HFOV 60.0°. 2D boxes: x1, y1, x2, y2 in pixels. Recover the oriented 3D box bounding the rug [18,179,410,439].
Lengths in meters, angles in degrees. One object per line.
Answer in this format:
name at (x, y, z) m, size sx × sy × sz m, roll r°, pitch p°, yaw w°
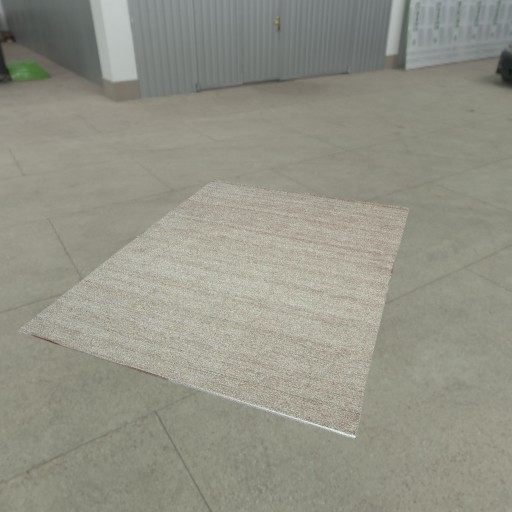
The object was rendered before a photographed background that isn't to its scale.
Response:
rug at (0.000, 0.000, 4.068) m, size 2.434 × 0.045 × 3.202 m, roll 12°, pitch 33°, yaw 19°
